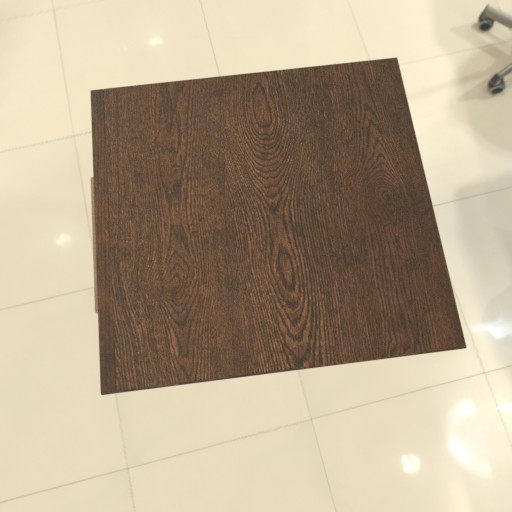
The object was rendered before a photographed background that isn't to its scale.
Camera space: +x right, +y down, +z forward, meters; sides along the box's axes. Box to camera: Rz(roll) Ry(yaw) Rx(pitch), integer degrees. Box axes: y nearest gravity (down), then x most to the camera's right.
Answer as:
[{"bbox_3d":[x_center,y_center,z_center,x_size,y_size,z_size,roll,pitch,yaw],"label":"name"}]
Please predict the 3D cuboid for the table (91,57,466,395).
[{"bbox_3d":[0.000,0.000,0.989,0.566,0.582,0.506,-7,75,-2],"label":"table"}]
